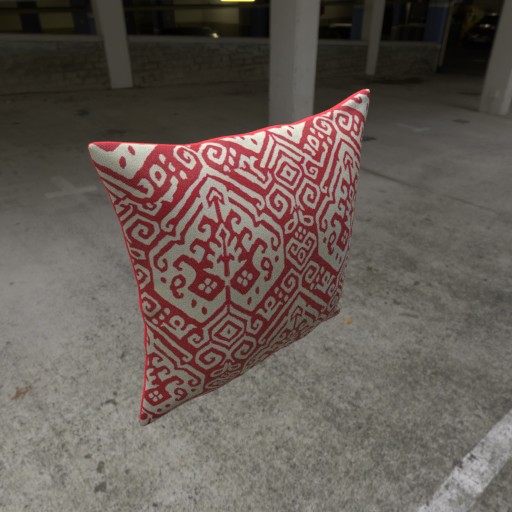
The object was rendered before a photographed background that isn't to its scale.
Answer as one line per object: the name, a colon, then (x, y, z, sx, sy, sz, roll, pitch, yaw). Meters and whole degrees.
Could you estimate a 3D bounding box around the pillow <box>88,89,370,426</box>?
pillow: (0.000, 0.000, 0.789, 0.522, 0.507, 0.192, -23, 38, -33)
